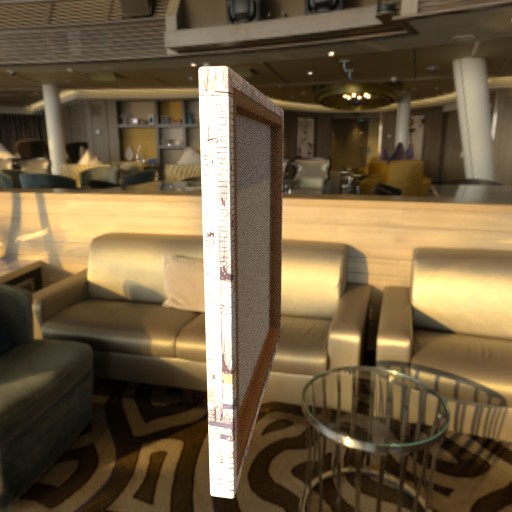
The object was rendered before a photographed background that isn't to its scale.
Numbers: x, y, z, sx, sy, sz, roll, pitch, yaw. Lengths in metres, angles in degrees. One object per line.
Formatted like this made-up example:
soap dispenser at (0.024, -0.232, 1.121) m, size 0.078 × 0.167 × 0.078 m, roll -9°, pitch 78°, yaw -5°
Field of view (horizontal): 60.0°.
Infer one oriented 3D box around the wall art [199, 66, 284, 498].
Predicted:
wall art at (0.000, 0.000, 0.888) m, size 0.038 × 0.608 × 0.607 m, roll 2°, pitch 14°, yaw 9°
